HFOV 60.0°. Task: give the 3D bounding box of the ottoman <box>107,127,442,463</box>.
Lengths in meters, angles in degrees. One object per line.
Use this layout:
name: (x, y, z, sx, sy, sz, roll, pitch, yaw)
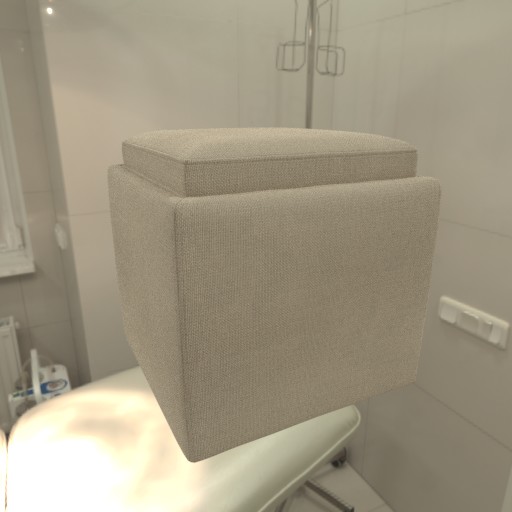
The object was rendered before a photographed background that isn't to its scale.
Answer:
ottoman: (0.000, 0.000, 0.829, 0.451, 0.460, 0.450, -9, 20, -26)
